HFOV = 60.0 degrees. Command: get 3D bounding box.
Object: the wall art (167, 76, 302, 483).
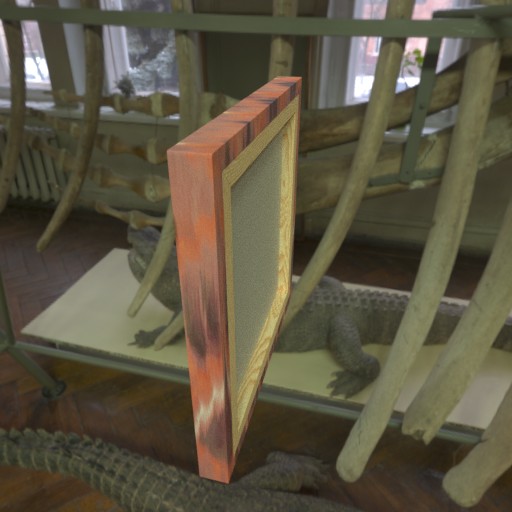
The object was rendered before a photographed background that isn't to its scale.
[{"bbox_3d":[0.000,0.000,0.607,0.038,0.406,0.403,7,31,13],"label":"wall art"}]
